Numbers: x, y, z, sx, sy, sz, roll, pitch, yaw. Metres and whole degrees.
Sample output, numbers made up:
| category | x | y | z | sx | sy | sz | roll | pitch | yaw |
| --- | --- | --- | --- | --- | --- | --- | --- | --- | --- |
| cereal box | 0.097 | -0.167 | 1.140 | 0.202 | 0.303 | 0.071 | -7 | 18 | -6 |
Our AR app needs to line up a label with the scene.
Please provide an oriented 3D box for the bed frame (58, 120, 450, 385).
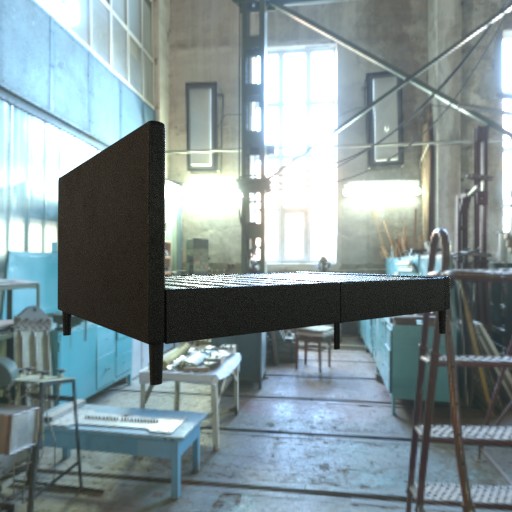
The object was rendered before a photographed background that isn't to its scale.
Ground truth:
| category | x | y | z | sx | sy | sz | roll | pitch | yaw |
| --- | --- | --- | --- | --- | --- | --- | --- | --- | --- |
| bed frame | 0.000 | 0.000 | 3.197 | 2.318 | 1.127 | 1.634 | 0 | -1 | -36 |
